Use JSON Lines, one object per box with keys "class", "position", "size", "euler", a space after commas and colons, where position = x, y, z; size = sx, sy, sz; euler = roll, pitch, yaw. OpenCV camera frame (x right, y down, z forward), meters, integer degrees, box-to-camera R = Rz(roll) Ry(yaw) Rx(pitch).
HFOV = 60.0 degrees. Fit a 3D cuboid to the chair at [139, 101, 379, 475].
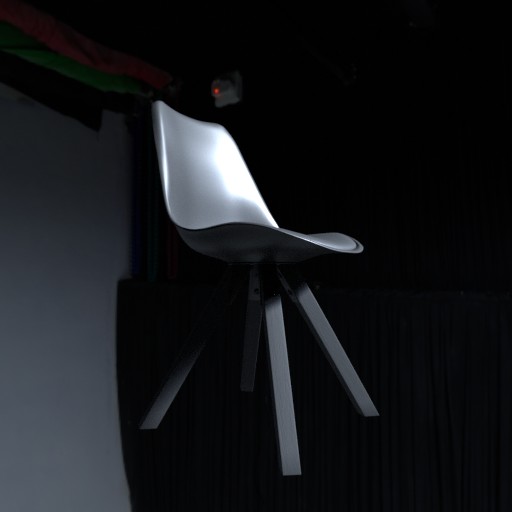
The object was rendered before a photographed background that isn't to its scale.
{"class": "chair", "position": [0.000, 0.000, 1.159], "size": [0.530, 0.850, 0.485], "euler": [-1, -2, 36]}
